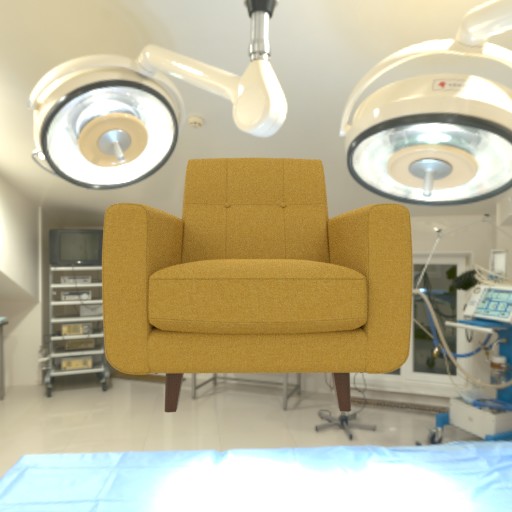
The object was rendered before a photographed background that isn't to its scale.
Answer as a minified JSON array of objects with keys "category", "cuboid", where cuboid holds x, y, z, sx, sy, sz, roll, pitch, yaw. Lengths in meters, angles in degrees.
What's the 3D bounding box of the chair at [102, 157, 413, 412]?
[{"category":"chair","cuboid":[0.000,0.000,1.601,0.831,0.841,0.909,0,0,-1]}]
